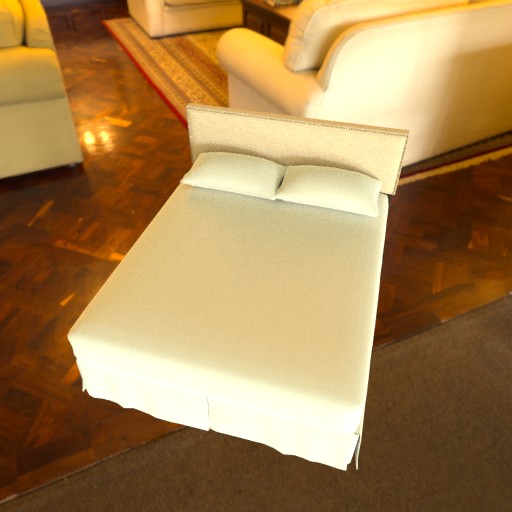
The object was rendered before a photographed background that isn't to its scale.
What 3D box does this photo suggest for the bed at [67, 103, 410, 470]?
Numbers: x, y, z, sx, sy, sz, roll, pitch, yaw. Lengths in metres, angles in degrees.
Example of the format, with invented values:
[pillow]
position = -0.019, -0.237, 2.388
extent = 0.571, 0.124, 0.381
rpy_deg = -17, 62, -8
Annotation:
[bed]
position = 0.000, 0.000, 2.762
extent = 1.616, 1.016, 1.876
rpy_deg = 11, 43, 12
